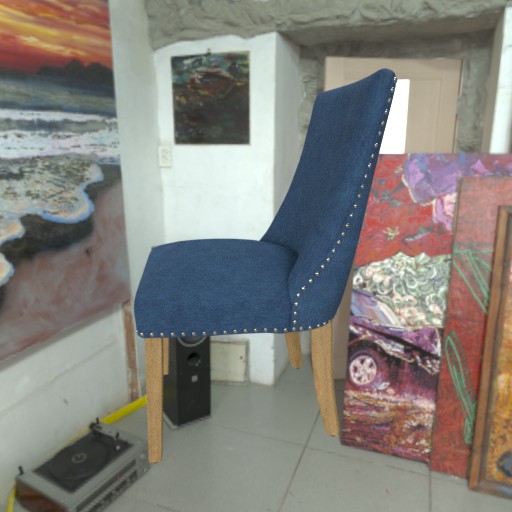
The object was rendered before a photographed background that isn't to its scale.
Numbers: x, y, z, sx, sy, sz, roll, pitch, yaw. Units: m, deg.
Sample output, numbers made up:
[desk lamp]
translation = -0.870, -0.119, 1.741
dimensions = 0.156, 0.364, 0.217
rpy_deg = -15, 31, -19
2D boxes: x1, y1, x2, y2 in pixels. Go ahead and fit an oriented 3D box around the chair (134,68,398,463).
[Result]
[chair]
translation = 0.000, 0.000, 1.207
dimensions = 0.610, 0.902, 0.495
rpy_deg = -2, 14, -8
